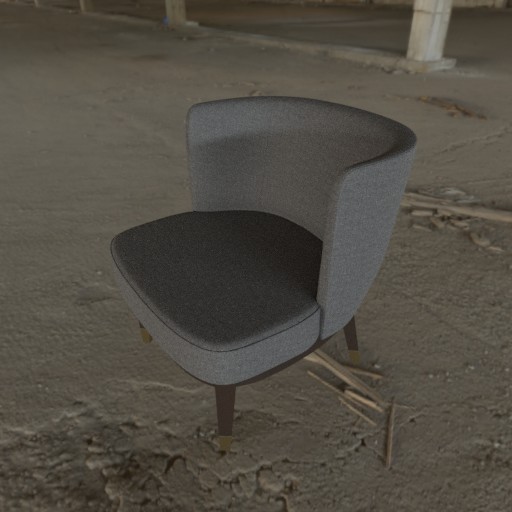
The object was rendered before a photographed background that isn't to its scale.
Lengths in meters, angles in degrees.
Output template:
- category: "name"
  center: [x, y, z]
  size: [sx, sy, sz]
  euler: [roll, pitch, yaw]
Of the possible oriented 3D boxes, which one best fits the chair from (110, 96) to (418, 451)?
- category: "chair"
  center: [0.000, 0.000, 1.216]
  size: [0.698, 0.695, 0.639]
  euler: [-21, 37, -29]
